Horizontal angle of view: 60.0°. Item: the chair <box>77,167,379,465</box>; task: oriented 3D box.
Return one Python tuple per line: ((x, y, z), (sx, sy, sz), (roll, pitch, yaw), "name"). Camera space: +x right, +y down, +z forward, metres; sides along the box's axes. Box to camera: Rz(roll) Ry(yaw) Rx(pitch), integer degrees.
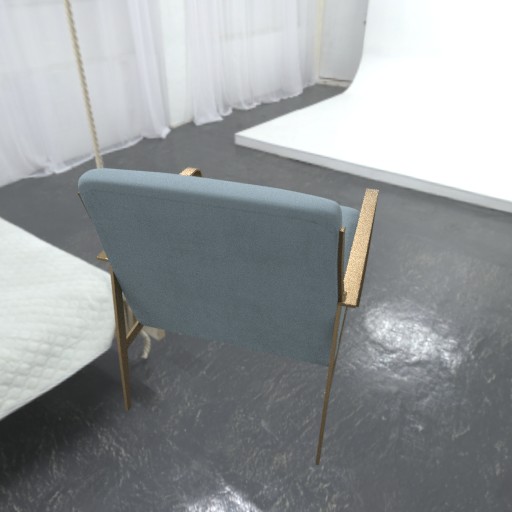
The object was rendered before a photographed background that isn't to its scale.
((0.000, 0.000, 1.462), (0.701, 0.824, 0.842), (10, 33, 15), "chair")
